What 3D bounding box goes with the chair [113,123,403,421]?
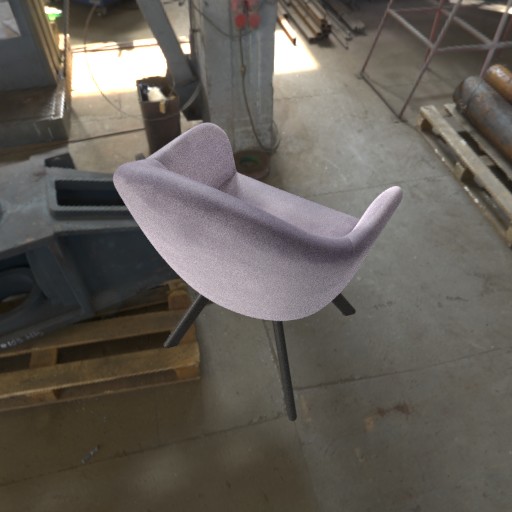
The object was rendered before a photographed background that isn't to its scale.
[{"bbox_3d":[0.000,0.000,1.153,0.570,0.780,0.540,24,52,21],"label":"chair"}]
